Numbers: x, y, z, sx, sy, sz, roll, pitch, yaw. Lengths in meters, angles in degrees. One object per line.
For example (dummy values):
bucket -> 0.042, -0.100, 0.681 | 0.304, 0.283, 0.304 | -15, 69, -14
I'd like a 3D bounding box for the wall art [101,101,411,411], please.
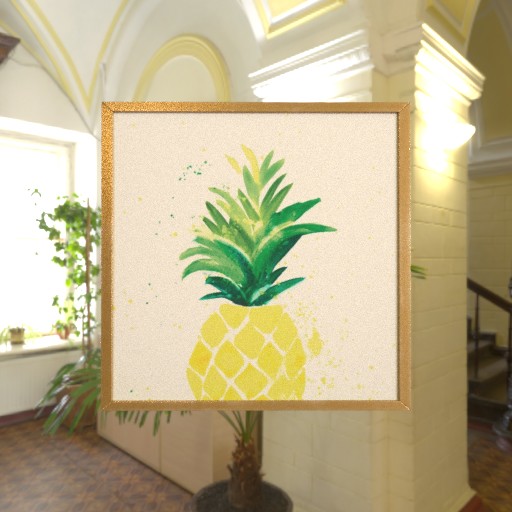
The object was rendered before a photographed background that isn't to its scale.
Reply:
wall art -> 0.000, 0.000, 0.747 | 0.510, 0.509, 0.033 | 0, 0, 0
